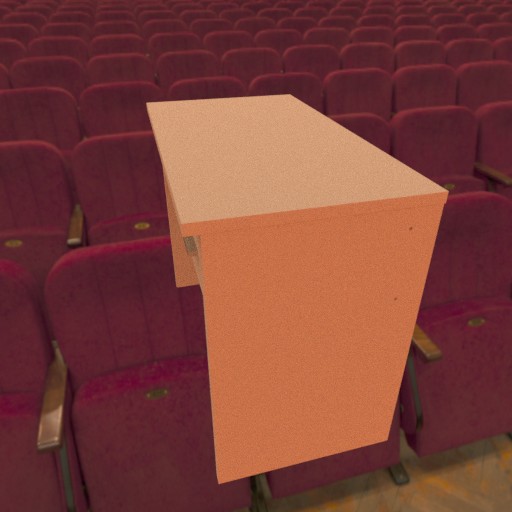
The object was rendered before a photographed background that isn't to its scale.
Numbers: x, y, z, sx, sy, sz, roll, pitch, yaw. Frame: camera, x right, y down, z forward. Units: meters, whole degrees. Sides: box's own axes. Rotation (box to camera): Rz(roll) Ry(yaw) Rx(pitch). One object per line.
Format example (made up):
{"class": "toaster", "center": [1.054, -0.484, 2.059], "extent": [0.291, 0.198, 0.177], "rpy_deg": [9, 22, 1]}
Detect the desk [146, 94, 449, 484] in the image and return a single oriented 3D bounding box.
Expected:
{"class": "desk", "center": [0.000, 0.000, 1.329], "extent": [0.498, 0.729, 0.900], "rpy_deg": [-8, 32, -13]}
